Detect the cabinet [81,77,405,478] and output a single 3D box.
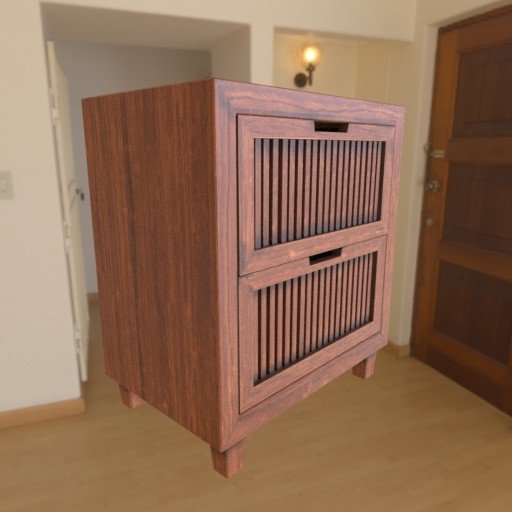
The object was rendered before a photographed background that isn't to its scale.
[{"bbox_3d":[0.000,0.000,1.058,0.410,0.695,0.607,12,18,42],"label":"cabinet"}]
